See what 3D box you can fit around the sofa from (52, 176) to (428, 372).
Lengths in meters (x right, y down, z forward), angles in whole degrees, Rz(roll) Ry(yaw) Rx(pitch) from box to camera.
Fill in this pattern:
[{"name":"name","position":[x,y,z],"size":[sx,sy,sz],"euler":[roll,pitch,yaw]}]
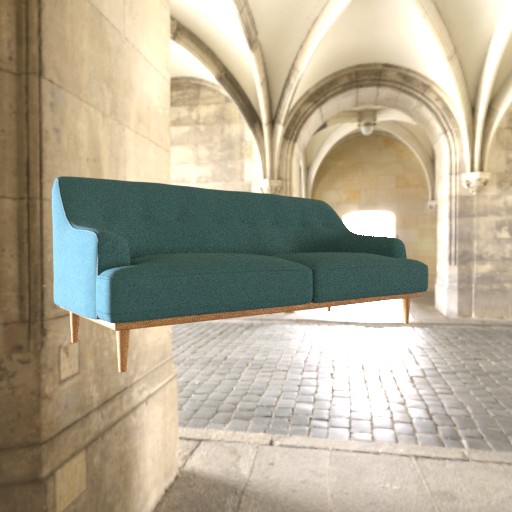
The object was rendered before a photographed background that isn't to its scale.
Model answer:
[{"name":"sofa","position":[0.000,0.000,2.576],"size":[2.057,0.871,0.978],"euler":[-1,1,-37]}]
